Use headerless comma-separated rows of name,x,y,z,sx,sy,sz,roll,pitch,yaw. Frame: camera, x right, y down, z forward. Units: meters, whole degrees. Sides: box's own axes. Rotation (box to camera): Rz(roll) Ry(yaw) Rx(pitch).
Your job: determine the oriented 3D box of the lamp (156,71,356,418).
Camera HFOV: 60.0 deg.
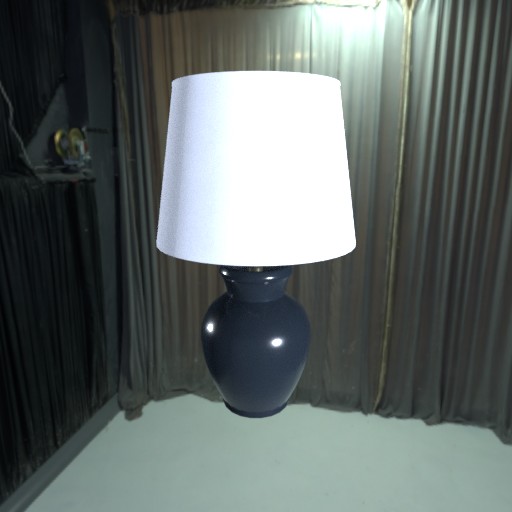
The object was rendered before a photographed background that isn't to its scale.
lamp,0.000,0.000,0.550,0.239,0.399,0.239,0,14,0
